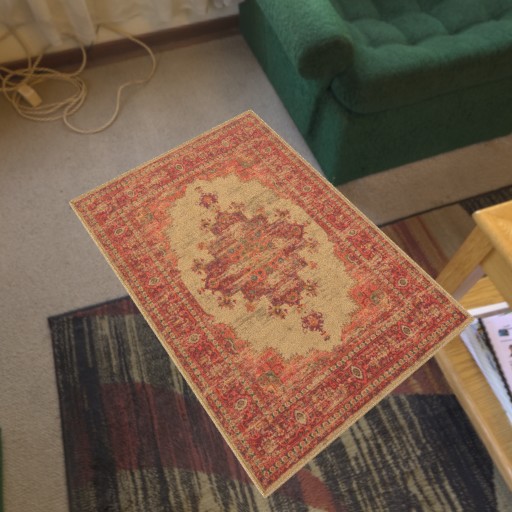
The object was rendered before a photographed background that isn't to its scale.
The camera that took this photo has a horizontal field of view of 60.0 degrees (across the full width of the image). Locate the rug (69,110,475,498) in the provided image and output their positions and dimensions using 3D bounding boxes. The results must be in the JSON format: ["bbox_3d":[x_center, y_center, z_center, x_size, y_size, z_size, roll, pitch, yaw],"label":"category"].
[{"bbox_3d":[0.000,0.000,2.822,1.555,0.011,2.232,-32,64,-18],"label":"rug"}]
